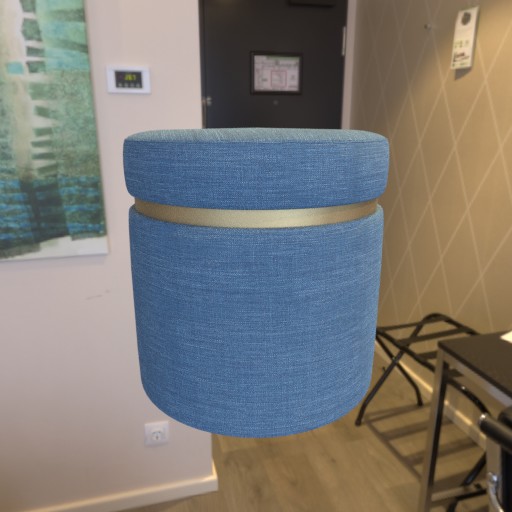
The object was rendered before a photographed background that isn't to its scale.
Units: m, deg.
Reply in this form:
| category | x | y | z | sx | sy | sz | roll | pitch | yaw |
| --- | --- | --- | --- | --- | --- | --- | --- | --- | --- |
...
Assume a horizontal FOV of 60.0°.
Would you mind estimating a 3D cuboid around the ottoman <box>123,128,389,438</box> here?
| category | x | y | z | sx | sy | sz | roll | pitch | yaw |
| --- | --- | --- | --- | --- | --- | --- | --- | --- | --- |
| ottoman | 0.000 | 0.000 | 0.730 | 0.398 | 0.406 | 0.398 | 0 | 16 | 0 |
